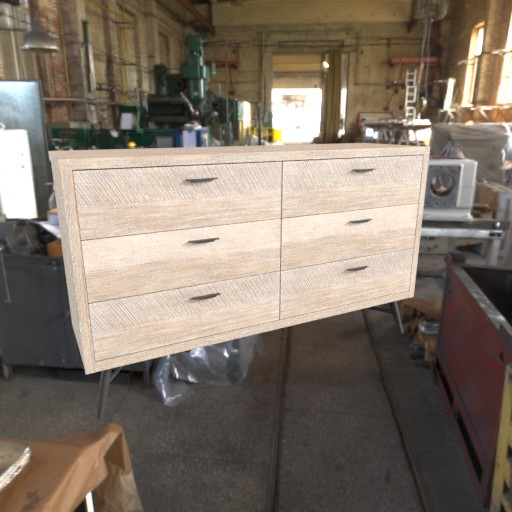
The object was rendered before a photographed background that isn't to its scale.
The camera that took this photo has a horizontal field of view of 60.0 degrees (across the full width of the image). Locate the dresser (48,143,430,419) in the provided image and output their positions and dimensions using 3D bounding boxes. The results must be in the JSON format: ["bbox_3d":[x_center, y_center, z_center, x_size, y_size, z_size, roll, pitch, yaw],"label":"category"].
[{"bbox_3d":[0.000,0.000,1.942,1.524,0.914,0.457,-9,19,-26],"label":"dresser"}]
